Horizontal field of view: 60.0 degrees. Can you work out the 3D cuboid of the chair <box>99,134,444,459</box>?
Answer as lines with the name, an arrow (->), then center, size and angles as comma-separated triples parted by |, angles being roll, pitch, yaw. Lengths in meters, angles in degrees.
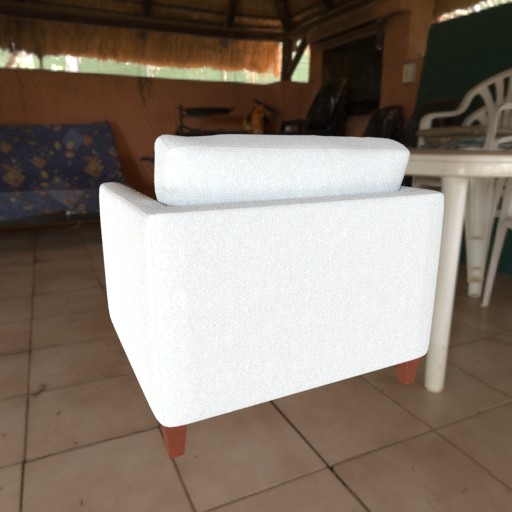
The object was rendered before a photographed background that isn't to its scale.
chair -> 0.000, 0.000, 1.825 | 1.107, 0.961, 0.953 | -7, 16, -25
